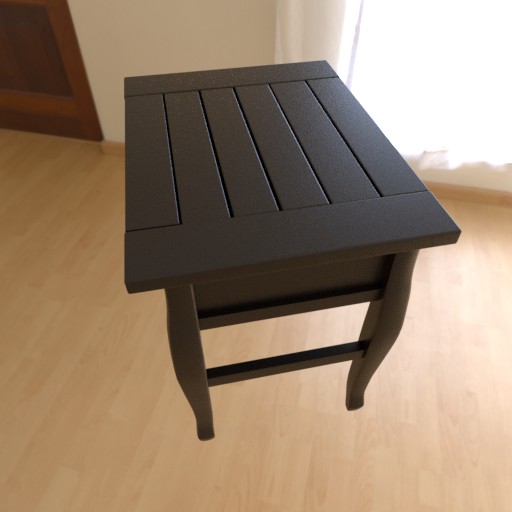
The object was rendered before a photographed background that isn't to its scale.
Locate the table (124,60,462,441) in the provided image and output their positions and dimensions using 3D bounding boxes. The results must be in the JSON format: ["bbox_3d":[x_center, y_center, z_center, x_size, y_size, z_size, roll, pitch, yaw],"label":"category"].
[{"bbox_3d":[0.000,0.000,1.002,0.460,0.604,0.602,-8,46,-8],"label":"table"}]
